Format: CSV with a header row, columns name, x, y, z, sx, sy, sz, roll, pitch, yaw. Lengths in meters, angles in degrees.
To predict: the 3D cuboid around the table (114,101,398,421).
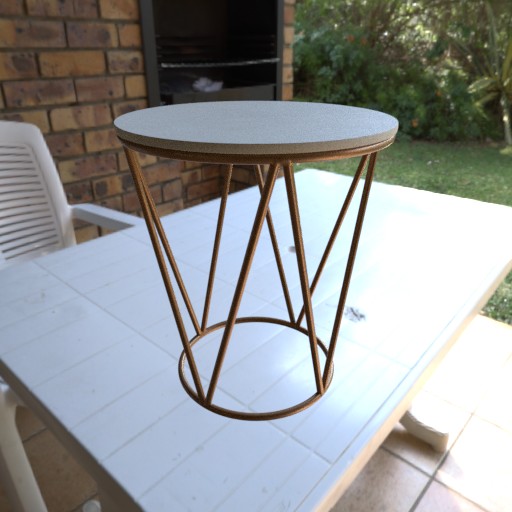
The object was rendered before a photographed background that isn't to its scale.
name,x,y,z,sx,sy,sz,roll,pitch,yaw
table,0.000,0.000,0.929,0.500,0.564,0.500,0,25,0
